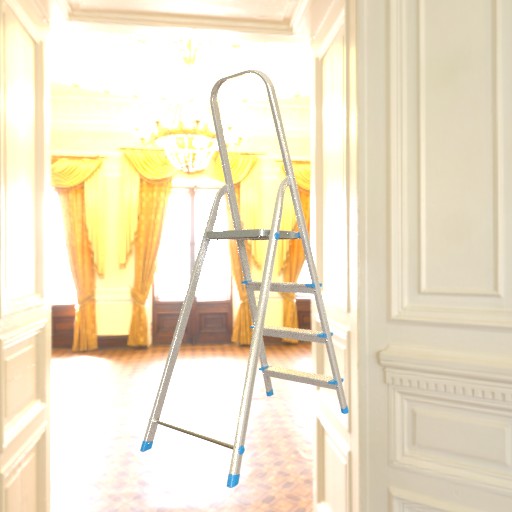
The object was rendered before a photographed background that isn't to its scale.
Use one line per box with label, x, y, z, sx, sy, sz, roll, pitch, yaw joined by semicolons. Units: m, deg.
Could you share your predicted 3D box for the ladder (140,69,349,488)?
ladder;0.000;0.000;1.835;0.445;1.434;0.842;0;0;37
